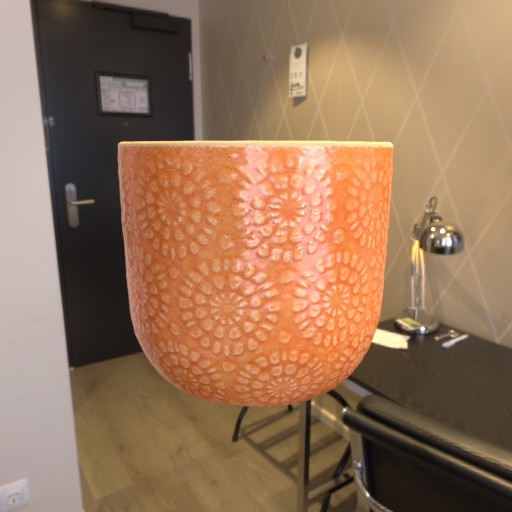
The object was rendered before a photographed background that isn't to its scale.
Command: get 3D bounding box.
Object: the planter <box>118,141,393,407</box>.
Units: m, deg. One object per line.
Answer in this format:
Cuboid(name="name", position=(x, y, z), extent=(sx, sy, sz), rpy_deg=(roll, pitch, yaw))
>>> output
Cuboid(name="planter", position=(0.000, 0.000, 0.293), extent=(0.170, 0.152, 0.170), rpy_deg=(0, 13, 0))
